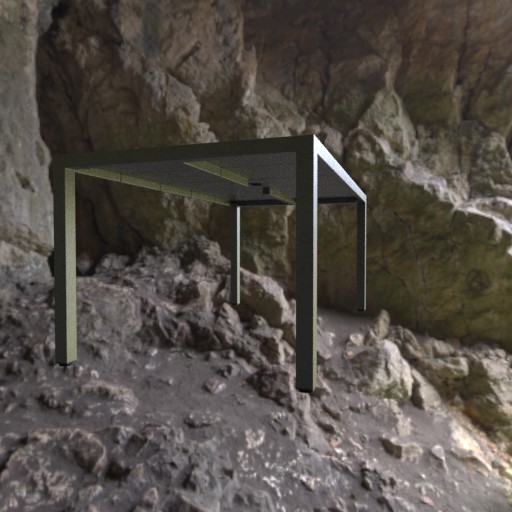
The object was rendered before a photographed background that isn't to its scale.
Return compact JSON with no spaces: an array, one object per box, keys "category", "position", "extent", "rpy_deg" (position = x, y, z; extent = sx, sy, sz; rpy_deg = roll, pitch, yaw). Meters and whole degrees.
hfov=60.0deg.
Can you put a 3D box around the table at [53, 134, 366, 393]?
[{"category":"table","position":[0.000,0.000,2.186],"extent":[0.914,0.735,1.680],"rpy_deg":[1,2,19]}]
